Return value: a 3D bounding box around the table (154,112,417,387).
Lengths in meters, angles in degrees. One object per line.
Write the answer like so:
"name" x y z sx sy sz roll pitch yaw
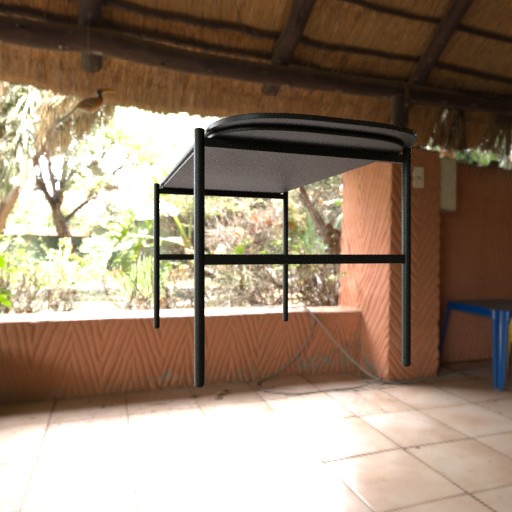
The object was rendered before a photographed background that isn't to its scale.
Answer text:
"table" 0.000 0.000 1.017 0.400 0.400 0.800 0 0 -19
